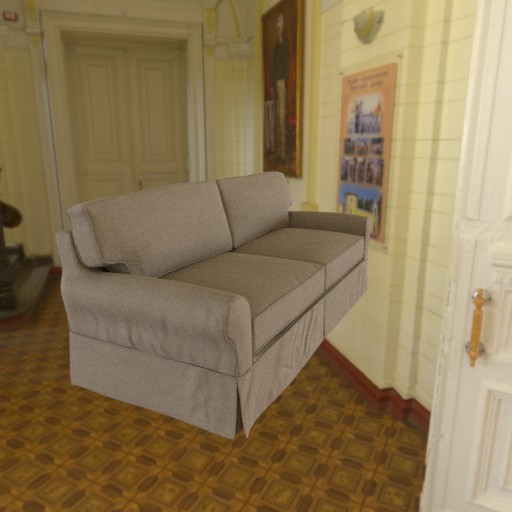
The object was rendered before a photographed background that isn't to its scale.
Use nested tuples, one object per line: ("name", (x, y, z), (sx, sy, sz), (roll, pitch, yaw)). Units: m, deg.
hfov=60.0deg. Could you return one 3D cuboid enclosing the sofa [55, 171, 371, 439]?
("sofa", (0.000, 0.000, 2.785), (0.991, 0.943, 2.248), (7, 16, 26))
